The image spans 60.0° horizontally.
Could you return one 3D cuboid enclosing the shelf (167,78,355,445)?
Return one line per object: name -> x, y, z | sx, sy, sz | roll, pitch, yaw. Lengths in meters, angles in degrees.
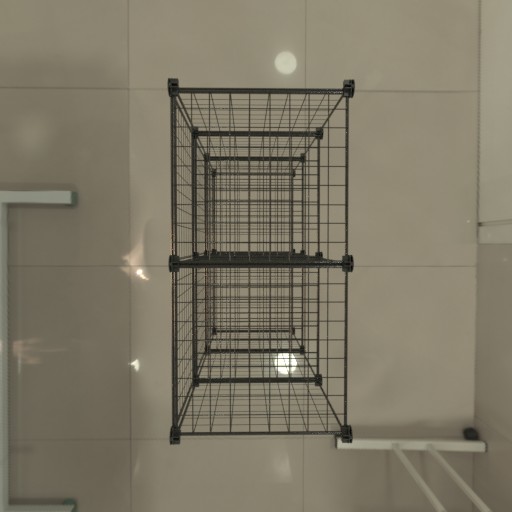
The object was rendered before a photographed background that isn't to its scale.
shelf -> 0.000, 0.000, 1.381 | 0.356, 1.067, 0.711 | 0, 92, -1
